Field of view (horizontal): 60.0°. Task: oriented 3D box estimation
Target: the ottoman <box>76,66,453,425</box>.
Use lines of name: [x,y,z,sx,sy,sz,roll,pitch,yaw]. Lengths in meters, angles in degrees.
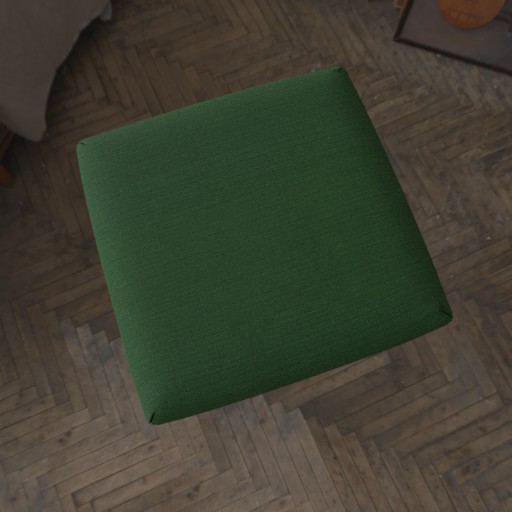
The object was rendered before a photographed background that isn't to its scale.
ottoman: [0.000,0.000,0.903,0.507,0.475,0.497,-17,77,-4]
